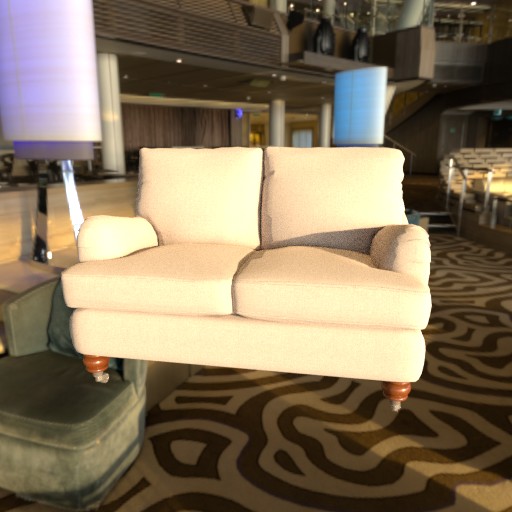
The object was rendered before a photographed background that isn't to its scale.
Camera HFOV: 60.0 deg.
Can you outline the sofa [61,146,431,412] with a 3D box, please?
[{"bbox_3d":[0.000,0.000,2.180,1.508,1.048,1.087,2,14,10],"label":"sofa"}]
